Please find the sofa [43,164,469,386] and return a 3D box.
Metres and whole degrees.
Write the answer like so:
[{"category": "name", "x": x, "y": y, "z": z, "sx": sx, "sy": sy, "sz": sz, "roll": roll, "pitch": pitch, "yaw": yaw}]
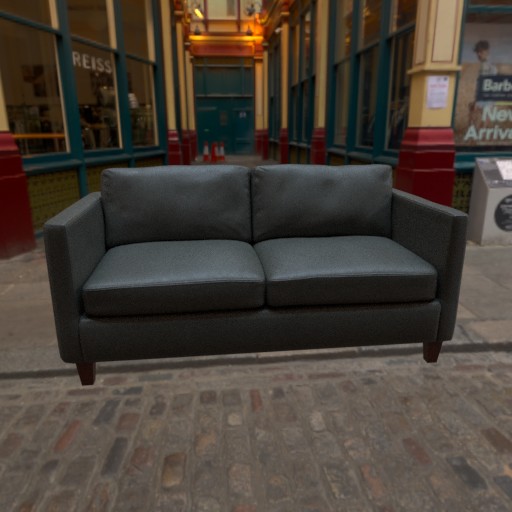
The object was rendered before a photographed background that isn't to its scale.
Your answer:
[{"category": "sofa", "x": 0.000, "y": 0.000, "z": 2.406, "sx": 1.883, "sy": 0.933, "sz": 0.951, "roll": -2, "pitch": 17, "yaw": -7}]
